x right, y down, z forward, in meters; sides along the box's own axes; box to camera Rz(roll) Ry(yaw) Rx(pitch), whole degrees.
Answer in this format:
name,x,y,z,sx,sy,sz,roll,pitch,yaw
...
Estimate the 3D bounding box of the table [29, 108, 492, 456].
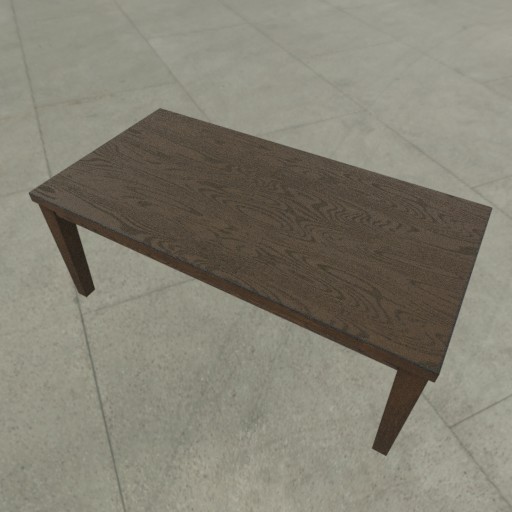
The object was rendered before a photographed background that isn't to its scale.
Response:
name,x,y,z,sx,sy,sz,roll,pitch,yaw
table,0.000,0.000,2.388,1.981,0.762,1.016,22,49,21
